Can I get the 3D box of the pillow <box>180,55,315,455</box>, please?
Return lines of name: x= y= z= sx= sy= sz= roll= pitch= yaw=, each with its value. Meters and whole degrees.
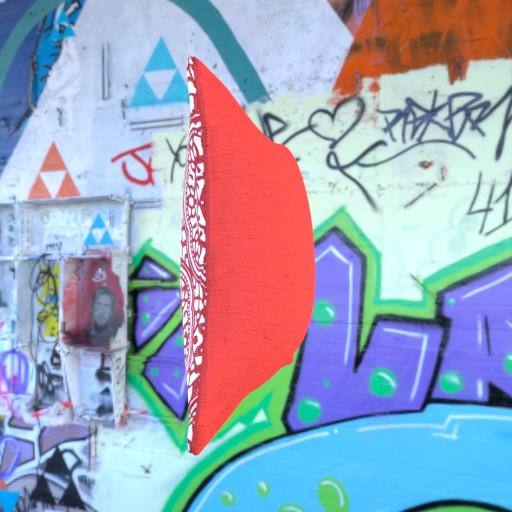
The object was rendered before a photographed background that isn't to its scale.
pillow: x=0.000 y=0.000 z=0.669 sx=0.162 sy=0.419 sz=0.438 roll=0 pitch=-1 yaw=18
